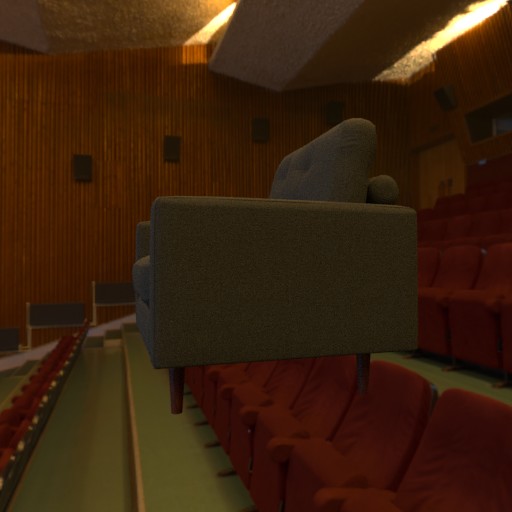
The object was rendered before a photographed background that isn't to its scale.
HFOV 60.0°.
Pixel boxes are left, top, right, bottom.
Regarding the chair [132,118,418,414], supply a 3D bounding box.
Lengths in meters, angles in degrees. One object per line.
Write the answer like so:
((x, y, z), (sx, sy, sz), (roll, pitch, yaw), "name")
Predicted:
((0.000, 0.000, 1.596), (0.843, 0.880, 0.821), (0, -1, -18), "chair")
